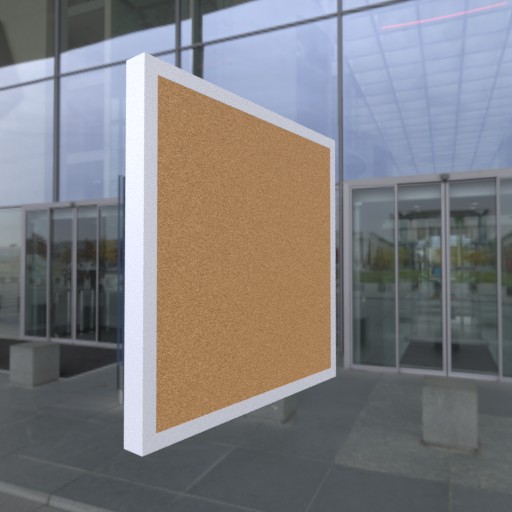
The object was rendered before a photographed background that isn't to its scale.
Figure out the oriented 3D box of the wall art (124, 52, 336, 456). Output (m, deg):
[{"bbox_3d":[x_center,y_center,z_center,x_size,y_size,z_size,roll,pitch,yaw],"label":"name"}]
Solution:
[{"bbox_3d":[0.000,0.000,0.768,0.038,0.508,0.507,-1,-2,38],"label":"wall art"}]
